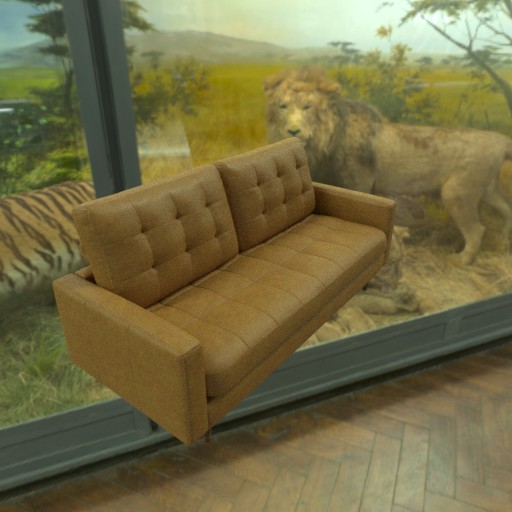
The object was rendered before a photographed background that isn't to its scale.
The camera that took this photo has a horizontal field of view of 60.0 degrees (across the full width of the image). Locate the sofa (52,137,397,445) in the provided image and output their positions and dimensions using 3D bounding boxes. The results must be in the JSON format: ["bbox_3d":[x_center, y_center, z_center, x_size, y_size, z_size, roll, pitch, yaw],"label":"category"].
[{"bbox_3d":[0.000,0.000,2.312,0.850,0.898,1.821,19,33,33],"label":"sofa"}]
